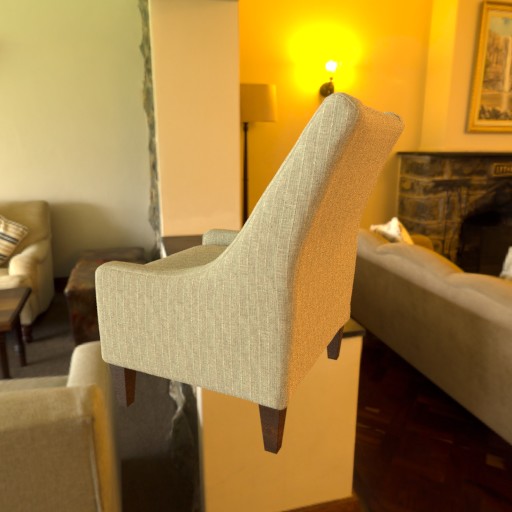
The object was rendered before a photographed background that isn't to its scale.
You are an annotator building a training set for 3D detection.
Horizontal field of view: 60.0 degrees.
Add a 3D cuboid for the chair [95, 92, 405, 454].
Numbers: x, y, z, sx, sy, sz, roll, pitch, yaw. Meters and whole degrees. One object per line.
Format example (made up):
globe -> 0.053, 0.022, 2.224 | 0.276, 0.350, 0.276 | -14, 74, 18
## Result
chair -> 0.000, 0.000, 1.605 | 0.870, 1.014, 0.774 | 7, 15, 25
